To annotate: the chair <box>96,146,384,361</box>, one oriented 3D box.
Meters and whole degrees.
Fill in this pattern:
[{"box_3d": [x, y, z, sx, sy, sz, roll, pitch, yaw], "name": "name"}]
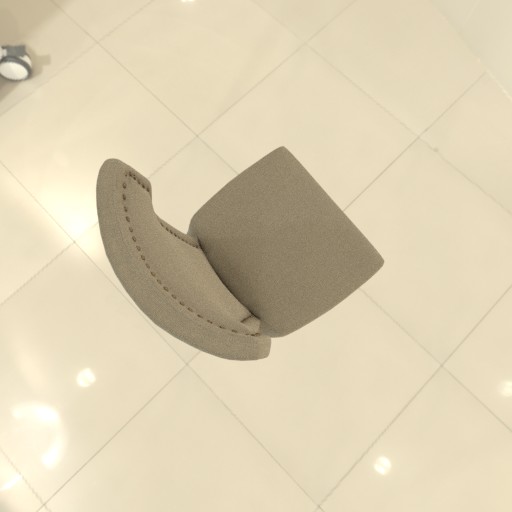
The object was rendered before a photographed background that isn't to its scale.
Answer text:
[{"box_3d": [0.000, 0.000, 1.336, 0.630, 0.955, 0.526, -37, 78, -9], "name": "chair"}]
